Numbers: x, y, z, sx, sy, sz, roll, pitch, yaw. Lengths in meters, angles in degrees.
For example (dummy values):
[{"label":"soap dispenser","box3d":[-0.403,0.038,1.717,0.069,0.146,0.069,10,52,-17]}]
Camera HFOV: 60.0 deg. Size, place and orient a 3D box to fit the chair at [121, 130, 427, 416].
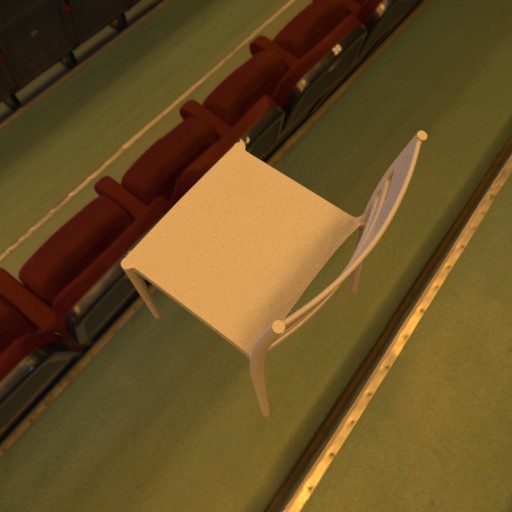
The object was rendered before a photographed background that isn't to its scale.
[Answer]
[{"label":"chair","box3d":[0.000,0.000,1.144,0.511,0.800,0.531,34,69,15]}]
